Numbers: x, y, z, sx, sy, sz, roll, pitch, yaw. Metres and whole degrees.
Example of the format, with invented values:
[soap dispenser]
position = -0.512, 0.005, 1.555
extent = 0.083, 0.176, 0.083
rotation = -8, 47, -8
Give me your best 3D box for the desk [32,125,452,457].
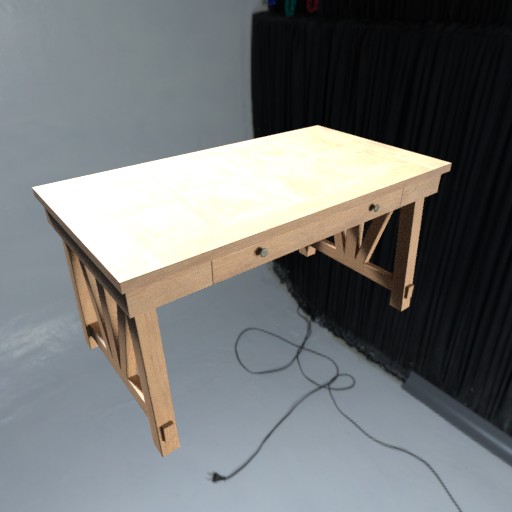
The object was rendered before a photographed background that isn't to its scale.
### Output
[desk]
position = 0.000, 0.000, 1.978
extent = 1.499, 0.762, 0.813
rotation = -22, 37, -32
